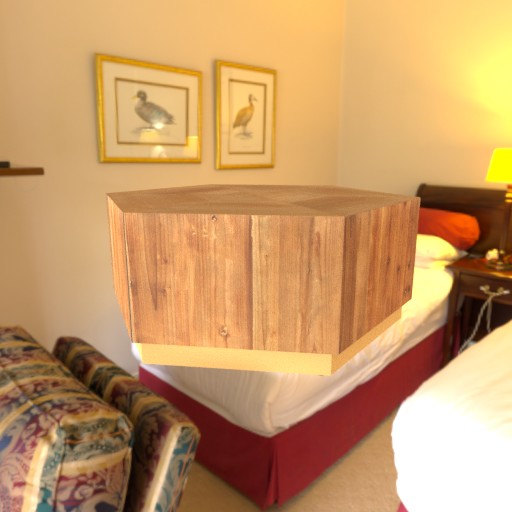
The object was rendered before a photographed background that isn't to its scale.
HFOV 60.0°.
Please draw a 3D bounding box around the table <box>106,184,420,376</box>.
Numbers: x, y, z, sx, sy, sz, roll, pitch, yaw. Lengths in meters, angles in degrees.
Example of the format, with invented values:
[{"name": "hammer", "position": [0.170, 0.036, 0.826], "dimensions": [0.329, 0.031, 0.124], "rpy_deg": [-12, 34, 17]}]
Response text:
[{"name": "table", "position": [0.000, 0.000, 1.669], "dimensions": [1.154, 0.456, 1.000], "rpy_deg": [2, 14, 7]}]
